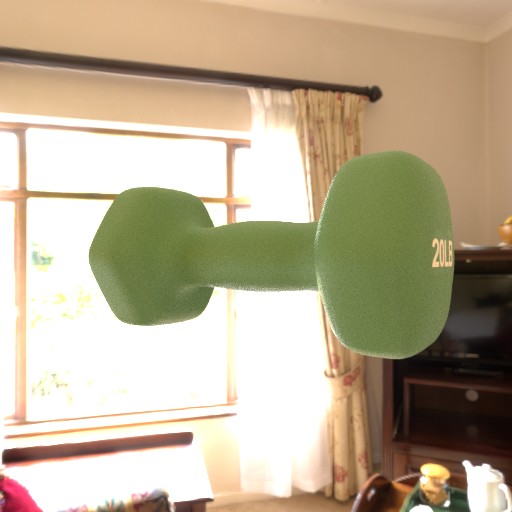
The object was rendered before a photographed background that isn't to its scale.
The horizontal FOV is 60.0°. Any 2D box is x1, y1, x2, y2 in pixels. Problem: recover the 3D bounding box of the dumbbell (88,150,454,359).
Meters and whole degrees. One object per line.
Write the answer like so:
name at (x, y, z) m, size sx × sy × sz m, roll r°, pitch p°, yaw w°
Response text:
dumbbell at (0.000, 0.000, 0.318) m, size 0.257 × 0.114 × 0.126 m, roll 0°, pitch -1°, yaw 36°
